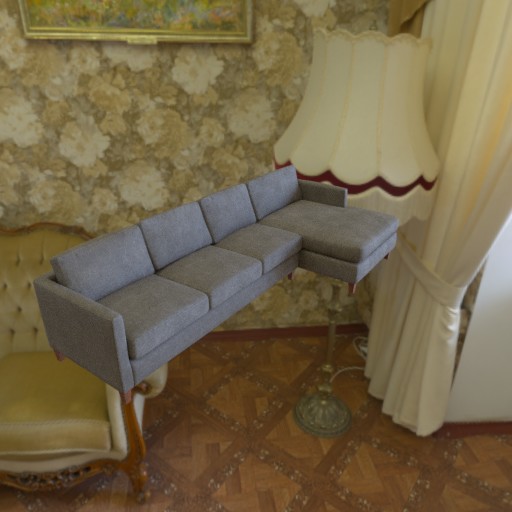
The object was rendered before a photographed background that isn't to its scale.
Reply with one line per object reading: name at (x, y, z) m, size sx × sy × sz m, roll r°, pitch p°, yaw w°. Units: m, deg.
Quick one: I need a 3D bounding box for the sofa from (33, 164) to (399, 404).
sofa at (0.000, 0.000, 4.188) m, size 1.604 × 0.950 × 3.471 m, roll 17°, pitch 30°, yaw 32°
